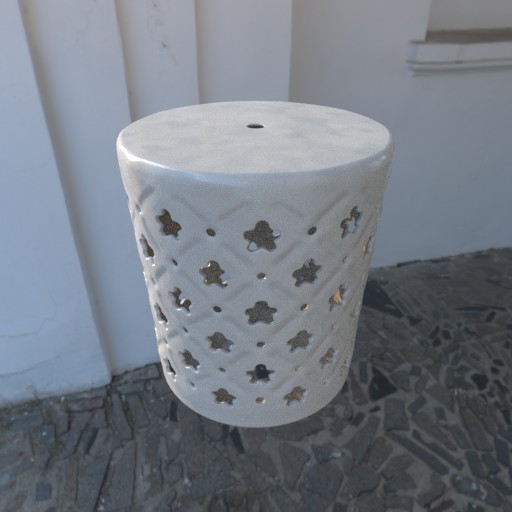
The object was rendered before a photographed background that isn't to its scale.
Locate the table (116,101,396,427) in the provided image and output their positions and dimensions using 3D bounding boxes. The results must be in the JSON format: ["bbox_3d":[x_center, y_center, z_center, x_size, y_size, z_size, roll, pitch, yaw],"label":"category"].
[{"bbox_3d":[0.000,0.000,0.666,0.352,0.387,0.352,0,31,0],"label":"table"}]
